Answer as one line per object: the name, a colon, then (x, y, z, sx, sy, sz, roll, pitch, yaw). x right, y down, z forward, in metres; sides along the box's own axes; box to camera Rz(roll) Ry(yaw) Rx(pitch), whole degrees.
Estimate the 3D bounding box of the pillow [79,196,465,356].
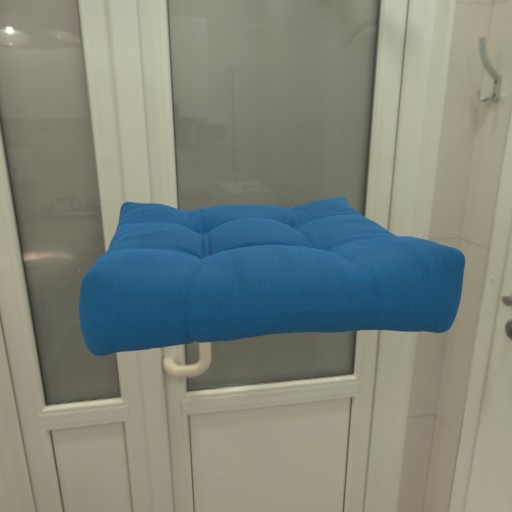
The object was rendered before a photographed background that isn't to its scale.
pillow: (0.000, 0.000, 0.745, 0.490, 0.128, 0.468, -3, 17, -10)
